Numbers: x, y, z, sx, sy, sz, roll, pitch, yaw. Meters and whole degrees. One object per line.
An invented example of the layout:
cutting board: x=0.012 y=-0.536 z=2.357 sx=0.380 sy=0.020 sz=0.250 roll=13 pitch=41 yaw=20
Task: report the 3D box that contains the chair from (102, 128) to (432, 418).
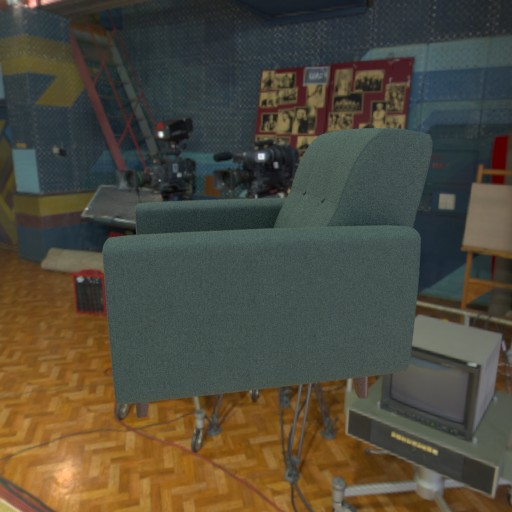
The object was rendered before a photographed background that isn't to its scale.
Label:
chair: x=0.000 y=0.000 z=1.523 sx=0.909 sy=0.841 sz=0.831 roll=-2 pitch=14 yaw=-8
